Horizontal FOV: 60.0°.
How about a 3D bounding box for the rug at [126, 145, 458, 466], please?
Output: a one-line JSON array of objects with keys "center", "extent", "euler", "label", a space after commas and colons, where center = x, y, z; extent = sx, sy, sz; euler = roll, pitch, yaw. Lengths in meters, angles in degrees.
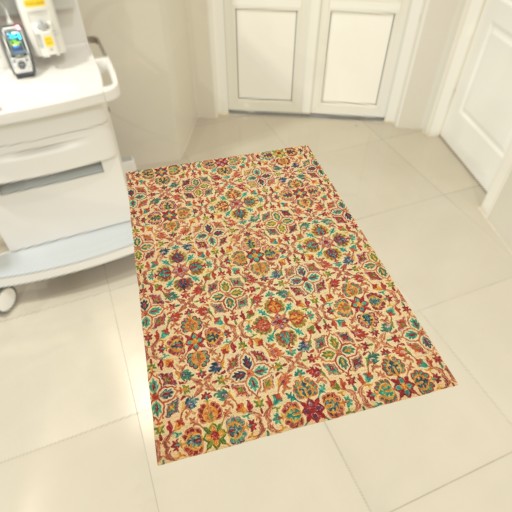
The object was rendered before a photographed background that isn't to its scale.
[{"center": [0.000, 0.000, 2.316], "extent": [1.226, 0.013, 1.838], "euler": [-11, 47, -10], "label": "rug"}]
